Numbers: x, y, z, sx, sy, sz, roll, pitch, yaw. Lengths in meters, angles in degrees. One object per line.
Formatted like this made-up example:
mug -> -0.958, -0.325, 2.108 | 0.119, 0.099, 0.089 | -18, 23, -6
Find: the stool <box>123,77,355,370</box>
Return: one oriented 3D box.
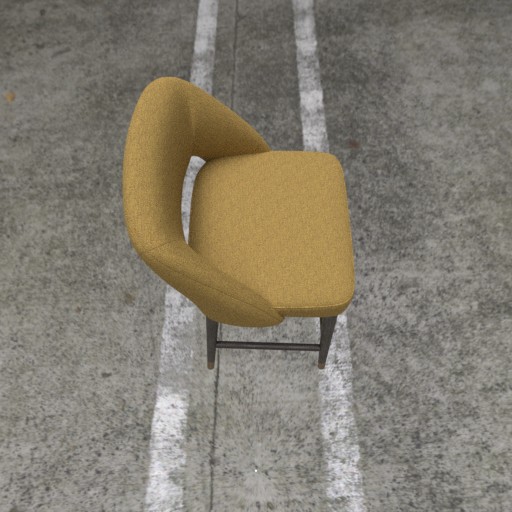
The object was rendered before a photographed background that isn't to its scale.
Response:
stool -> 0.000, 0.000, 1.323 | 0.522, 1.032, 0.536 | 0, 64, 0
